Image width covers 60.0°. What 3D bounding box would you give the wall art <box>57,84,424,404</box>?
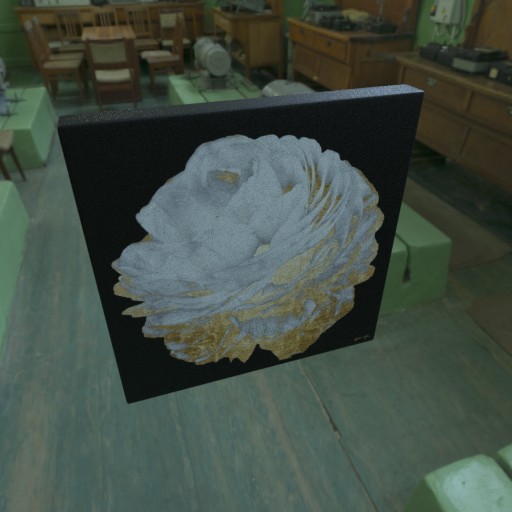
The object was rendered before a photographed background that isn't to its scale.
[{"bbox_3d":[0.000,0.000,0.596,0.406,0.407,0.041,-11,36,-15],"label":"wall art"}]
